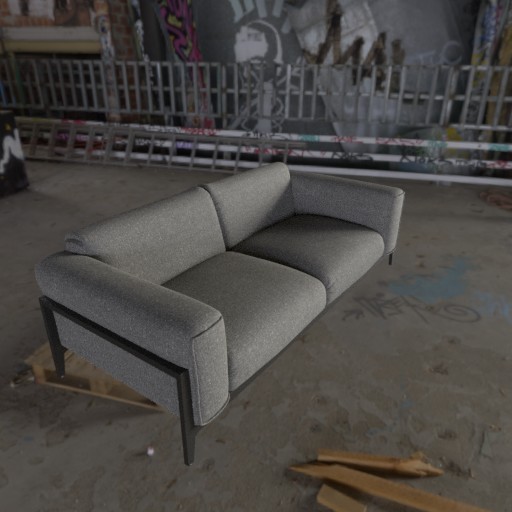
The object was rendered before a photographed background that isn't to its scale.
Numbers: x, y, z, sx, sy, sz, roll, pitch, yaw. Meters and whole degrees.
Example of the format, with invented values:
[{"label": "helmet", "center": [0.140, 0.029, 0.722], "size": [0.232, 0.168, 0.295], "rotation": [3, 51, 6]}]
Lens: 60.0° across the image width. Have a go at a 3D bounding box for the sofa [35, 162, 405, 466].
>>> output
[{"label": "sofa", "center": [0.000, 0.000, 2.538], "size": [0.985, 0.703, 2.125], "rotation": [17, 30, 32]}]
